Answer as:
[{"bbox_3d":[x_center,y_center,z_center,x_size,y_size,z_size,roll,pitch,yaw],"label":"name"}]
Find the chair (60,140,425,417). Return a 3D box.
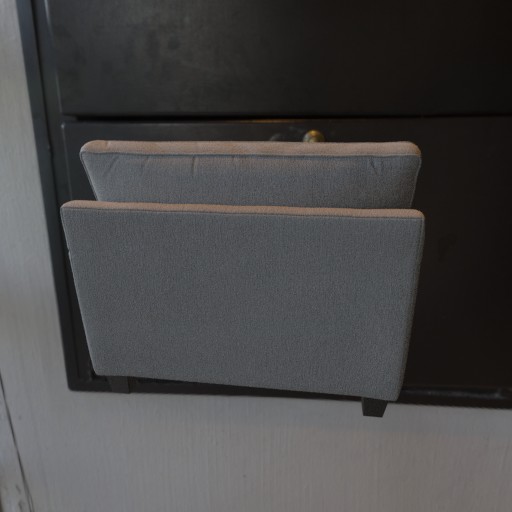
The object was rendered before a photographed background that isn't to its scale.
[{"bbox_3d":[0.000,0.000,1.972,1.220,1.016,1.041,3,17,8],"label":"chair"}]
